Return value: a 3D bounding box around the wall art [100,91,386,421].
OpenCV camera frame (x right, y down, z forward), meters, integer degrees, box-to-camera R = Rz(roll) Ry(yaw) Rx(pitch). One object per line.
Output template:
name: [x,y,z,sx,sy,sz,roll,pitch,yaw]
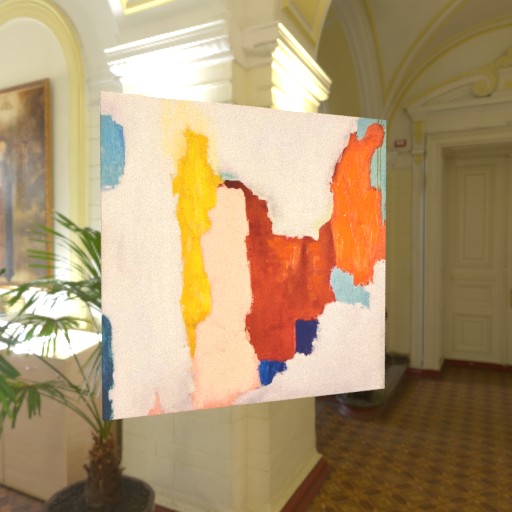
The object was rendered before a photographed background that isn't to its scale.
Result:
wall art: [0.000,0.000,1.234,0.814,0.814,0.037,0,1,-18]
